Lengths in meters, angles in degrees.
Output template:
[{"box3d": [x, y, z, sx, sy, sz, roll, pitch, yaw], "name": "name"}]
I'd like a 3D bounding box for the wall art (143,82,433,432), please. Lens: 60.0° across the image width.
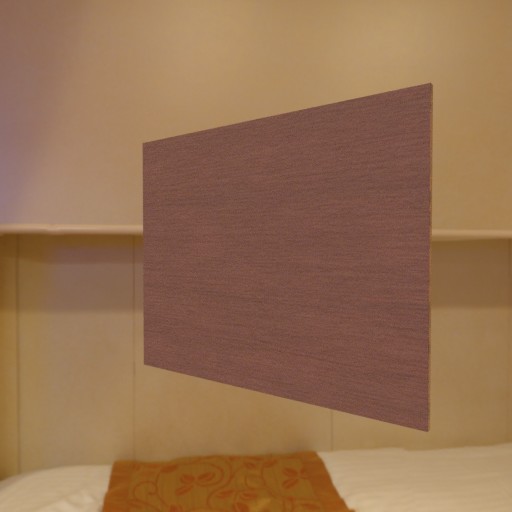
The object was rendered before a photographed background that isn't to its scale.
[{"box3d": [0.000, 0.000, 0.671, 0.508, 0.408, 0.010, 1, 1, 36], "name": "wall art"}]
